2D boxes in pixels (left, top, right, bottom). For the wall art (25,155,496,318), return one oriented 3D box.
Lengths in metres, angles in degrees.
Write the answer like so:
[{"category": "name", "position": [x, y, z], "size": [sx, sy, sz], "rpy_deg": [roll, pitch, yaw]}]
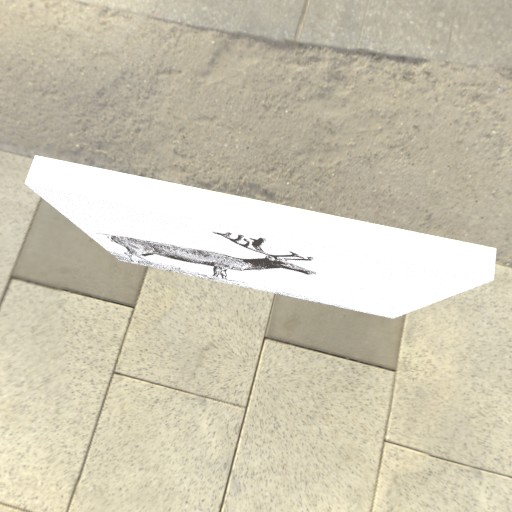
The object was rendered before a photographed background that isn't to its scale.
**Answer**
[{"category": "wall art", "position": [0.000, 0.000, 0.767], "size": [0.608, 0.414, 0.042], "rpy_deg": [12, 76, 3]}]
